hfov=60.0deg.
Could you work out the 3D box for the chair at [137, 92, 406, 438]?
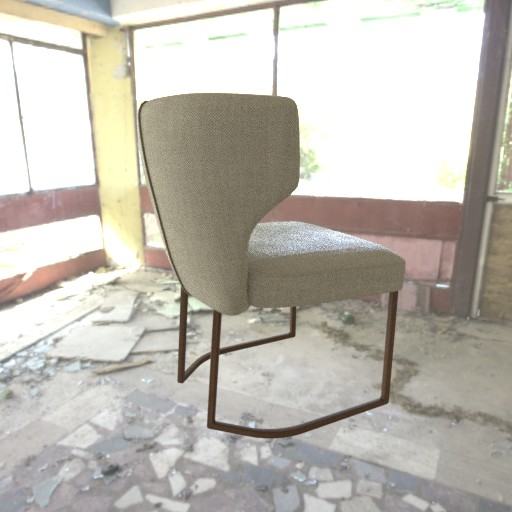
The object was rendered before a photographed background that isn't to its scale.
[{"bbox_3d":[0.000,0.000,1.253,0.617,0.824,0.611,-7,16,-26],"label":"chair"}]
